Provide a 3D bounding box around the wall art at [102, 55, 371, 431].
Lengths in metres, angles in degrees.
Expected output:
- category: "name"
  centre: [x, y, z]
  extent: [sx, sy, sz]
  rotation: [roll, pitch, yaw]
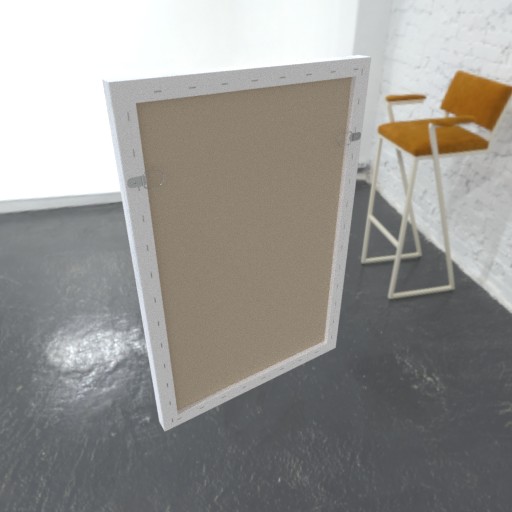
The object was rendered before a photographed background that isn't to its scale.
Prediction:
- category: "wall art"
  centre: [0.000, 0.000, 1.151]
  extent: [0.624, 0.914, 0.043]
  rotation: [-18, 35, -28]
